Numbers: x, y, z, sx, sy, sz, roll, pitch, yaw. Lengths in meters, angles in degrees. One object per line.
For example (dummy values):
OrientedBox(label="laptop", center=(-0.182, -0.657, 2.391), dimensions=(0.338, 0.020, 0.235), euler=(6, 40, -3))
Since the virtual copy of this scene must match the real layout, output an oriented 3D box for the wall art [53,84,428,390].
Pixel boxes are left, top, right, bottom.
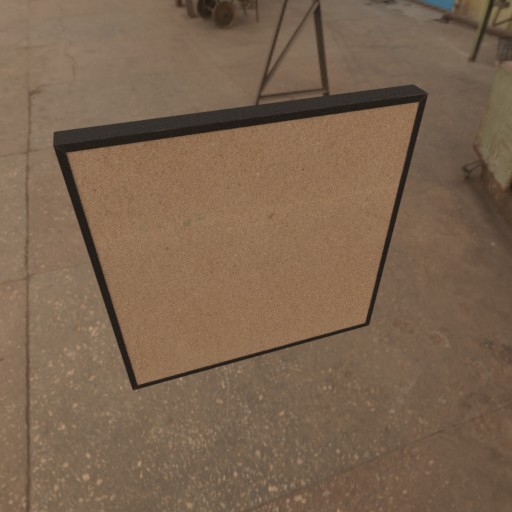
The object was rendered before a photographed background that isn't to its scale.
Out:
OrientedBox(label="wall art", center=(0.000, 0.000, 0.753), dimensions=(0.508, 0.508, 0.038), euler=(-12, 42, -14))
